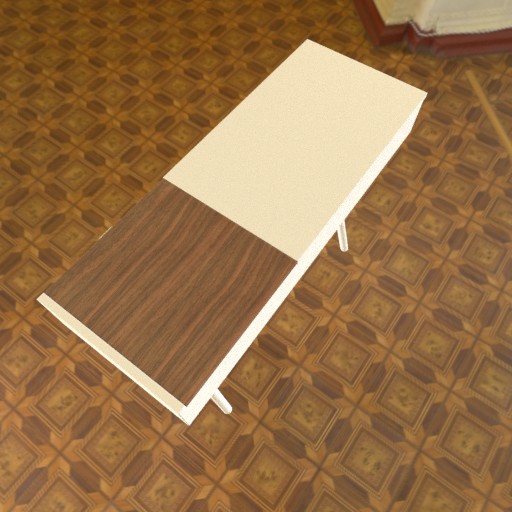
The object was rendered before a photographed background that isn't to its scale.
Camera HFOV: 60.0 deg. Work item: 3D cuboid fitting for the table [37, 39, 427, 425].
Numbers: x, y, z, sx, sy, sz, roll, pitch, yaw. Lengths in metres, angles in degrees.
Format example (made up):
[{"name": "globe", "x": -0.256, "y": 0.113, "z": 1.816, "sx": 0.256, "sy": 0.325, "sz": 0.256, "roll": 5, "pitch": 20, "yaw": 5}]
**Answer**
[{"name": "table", "x": 0.000, "y": 0.000, "z": 1.441, "sx": 0.418, "sy": 0.785, "sz": 1.066, "roll": 33, "pitch": 66, "yaw": 16}]
